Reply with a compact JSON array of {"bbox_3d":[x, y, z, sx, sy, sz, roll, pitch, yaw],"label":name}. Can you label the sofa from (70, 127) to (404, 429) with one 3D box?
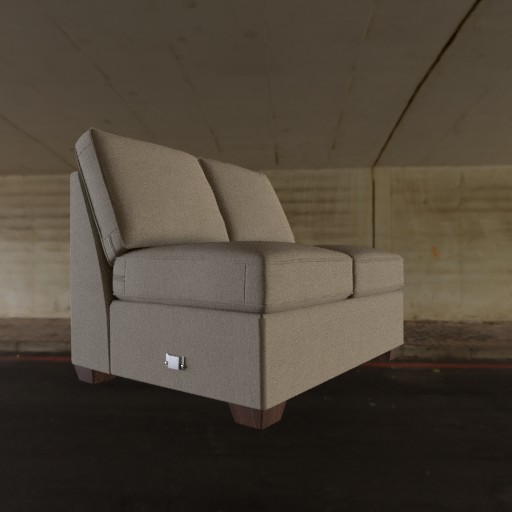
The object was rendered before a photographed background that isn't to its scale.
[{"bbox_3d":[0.000,0.000,1.990,0.978,1.006,1.232,0,0,36],"label":"sofa"}]
